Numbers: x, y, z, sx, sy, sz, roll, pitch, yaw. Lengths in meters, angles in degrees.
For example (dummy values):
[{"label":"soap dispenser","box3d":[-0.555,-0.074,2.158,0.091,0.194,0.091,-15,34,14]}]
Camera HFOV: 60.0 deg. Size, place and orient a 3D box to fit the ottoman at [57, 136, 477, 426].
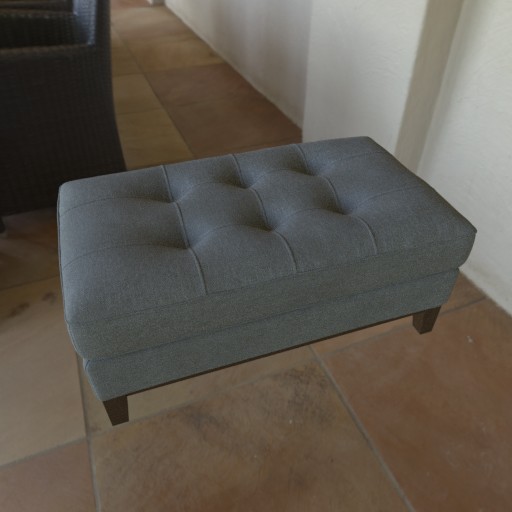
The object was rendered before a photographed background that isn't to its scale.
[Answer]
[{"label":"ottoman","box3d":[0.000,0.000,1.461,1.143,0.514,0.648,-13,43,-14]}]
